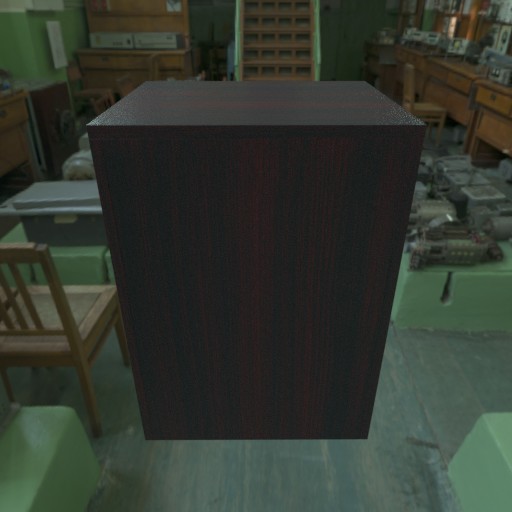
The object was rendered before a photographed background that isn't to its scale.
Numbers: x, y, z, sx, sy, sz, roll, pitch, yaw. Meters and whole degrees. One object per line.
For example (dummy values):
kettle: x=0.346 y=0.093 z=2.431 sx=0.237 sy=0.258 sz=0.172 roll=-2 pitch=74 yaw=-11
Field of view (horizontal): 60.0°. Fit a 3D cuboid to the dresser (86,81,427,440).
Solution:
dresser: x=0.000 y=0.000 z=0.815 sx=0.400 sy=0.560 sz=0.360 roll=0 pitch=30 yaw=0
